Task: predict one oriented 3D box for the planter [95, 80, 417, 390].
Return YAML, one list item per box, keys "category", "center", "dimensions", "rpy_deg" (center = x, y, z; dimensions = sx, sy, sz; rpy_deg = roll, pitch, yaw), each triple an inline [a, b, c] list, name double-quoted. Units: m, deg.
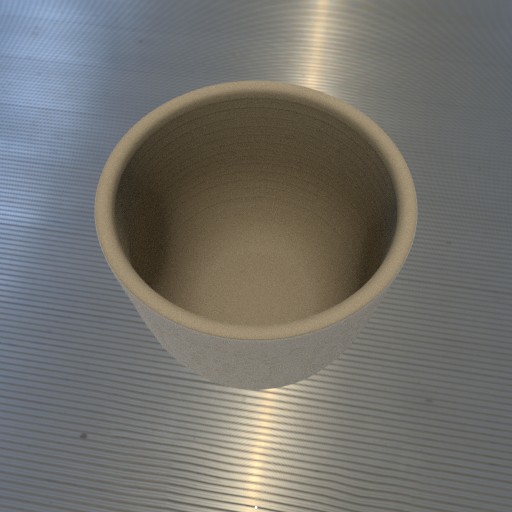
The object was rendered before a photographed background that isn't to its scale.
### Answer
- category: "planter"
  center: [0.000, 0.000, 0.220]
  dimensions: [0.124, 0.109, 0.124]
  rpy_deg: [0, 60, 0]
